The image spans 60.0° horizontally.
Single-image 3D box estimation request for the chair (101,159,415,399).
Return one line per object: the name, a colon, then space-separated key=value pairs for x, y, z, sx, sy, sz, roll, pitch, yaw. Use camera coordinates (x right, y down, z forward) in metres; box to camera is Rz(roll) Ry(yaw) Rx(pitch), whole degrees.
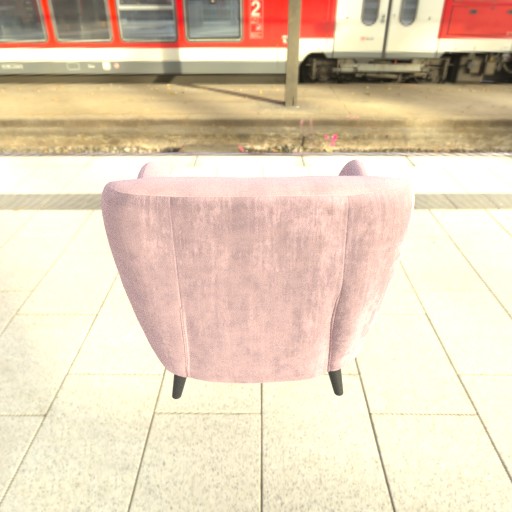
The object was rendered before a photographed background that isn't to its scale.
chair: x=0.000 y=0.000 z=1.485 sx=0.840 sy=0.820 sz=0.820 roll=-1 pitch=31 yaw=-1
